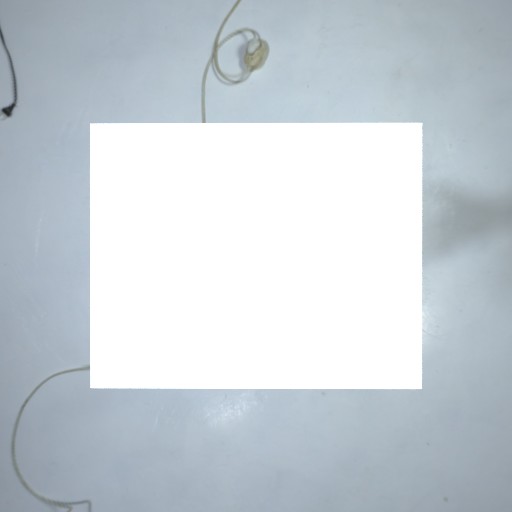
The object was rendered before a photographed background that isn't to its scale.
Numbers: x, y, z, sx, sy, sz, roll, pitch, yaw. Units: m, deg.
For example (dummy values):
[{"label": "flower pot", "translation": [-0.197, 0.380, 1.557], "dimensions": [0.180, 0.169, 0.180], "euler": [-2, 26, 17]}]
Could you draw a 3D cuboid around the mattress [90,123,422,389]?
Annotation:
[{"label": "mattress", "translation": [0.000, 0.000, 2.745], "dimensions": [2.000, 0.200, 1.600], "euler": [0, 90, 0]}]
